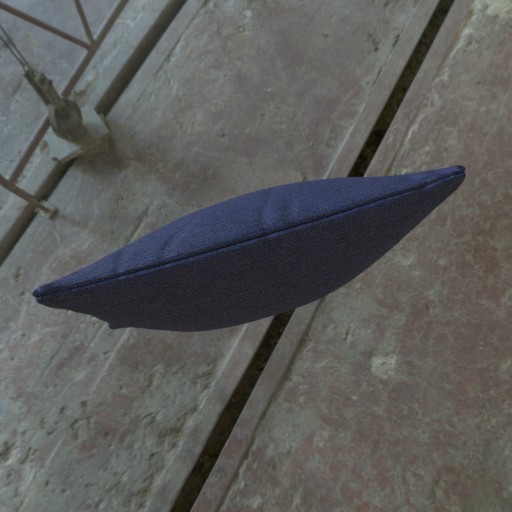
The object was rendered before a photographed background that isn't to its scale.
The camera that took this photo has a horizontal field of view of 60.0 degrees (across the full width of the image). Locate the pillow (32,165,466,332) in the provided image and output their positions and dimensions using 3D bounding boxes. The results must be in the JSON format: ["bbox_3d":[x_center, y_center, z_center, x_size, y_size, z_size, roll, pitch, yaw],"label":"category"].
[{"bbox_3d":[0.000,0.000,0.773,0.633,0.338,0.210,-17,76,-4],"label":"pillow"}]
